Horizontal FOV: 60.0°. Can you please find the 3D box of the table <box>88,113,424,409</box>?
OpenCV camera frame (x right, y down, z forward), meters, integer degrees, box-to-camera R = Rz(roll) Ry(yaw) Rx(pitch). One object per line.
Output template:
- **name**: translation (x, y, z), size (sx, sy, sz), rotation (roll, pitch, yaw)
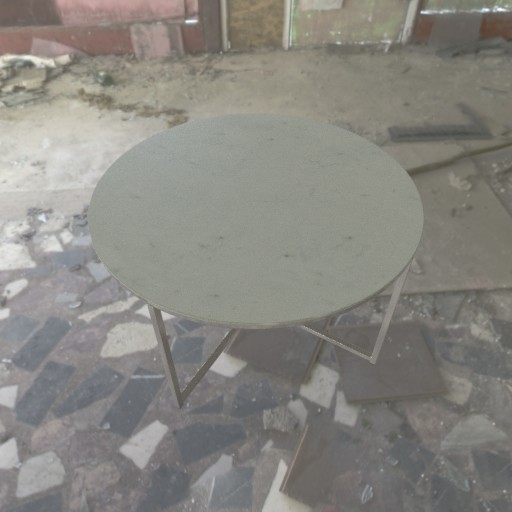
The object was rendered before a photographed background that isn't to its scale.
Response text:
- **table**: translation (0.000, 0.000, 1.248), size (0.800, 0.450, 0.800), rotation (0, 45, 0)
